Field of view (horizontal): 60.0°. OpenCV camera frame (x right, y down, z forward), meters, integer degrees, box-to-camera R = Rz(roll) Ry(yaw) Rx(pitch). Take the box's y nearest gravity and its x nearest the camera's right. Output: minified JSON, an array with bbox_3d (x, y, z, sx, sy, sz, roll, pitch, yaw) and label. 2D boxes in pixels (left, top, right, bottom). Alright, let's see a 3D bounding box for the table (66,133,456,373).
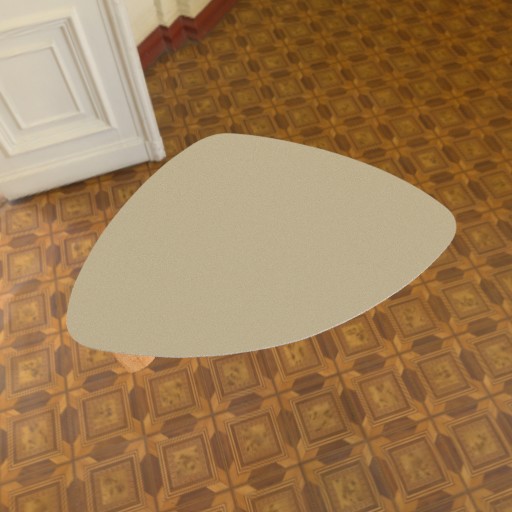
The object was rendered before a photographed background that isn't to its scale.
[{"bbox_3d":[0.000,0.000,1.637,1.250,0.440,0.850,-16,60,-9],"label":"table"}]
